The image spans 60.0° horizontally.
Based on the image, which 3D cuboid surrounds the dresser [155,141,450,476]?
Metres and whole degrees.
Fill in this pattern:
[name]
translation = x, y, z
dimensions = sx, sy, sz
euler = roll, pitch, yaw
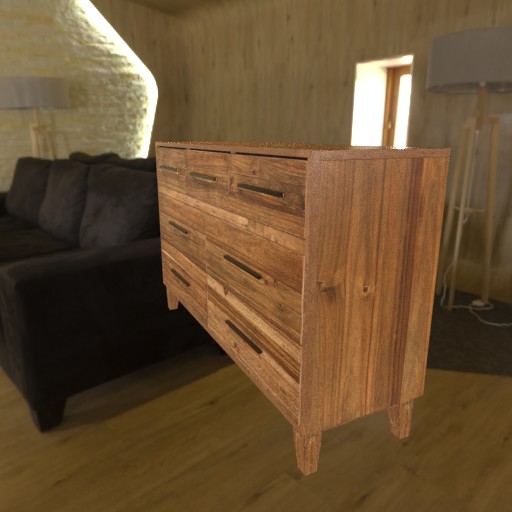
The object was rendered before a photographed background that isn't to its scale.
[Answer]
[dresser]
translation = 0.000, 0.000, 1.782
dimensions = 0.446, 0.873, 1.400
euler = -7, 17, -25
